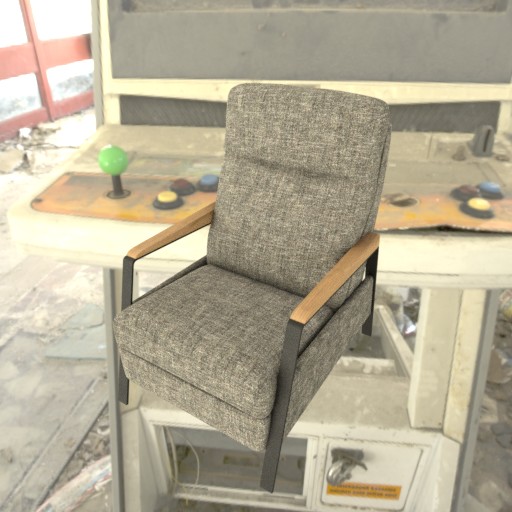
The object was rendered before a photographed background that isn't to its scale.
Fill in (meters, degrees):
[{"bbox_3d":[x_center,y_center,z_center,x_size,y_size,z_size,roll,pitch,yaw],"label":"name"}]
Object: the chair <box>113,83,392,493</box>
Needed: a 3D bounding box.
[{"bbox_3d":[0.000,0.000,1.559,0.671,1.042,0.868,18,35,28],"label":"chair"}]
